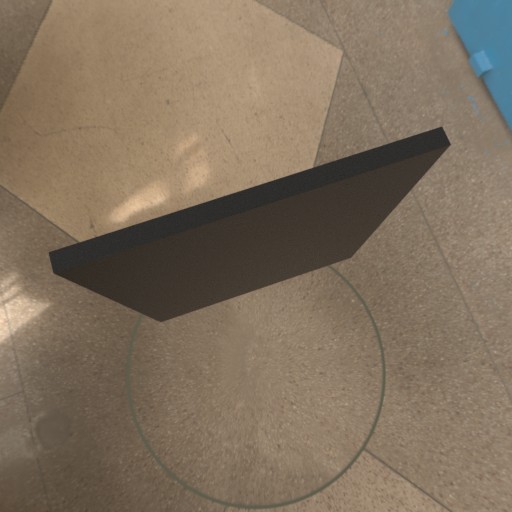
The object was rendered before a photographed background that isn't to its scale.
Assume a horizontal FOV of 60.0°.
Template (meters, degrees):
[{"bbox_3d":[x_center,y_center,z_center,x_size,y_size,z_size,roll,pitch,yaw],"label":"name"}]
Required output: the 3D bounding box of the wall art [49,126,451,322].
[{"bbox_3d":[0.000,0.000,0.698,0.428,0.505,0.023,-18,77,-4],"label":"wall art"}]
